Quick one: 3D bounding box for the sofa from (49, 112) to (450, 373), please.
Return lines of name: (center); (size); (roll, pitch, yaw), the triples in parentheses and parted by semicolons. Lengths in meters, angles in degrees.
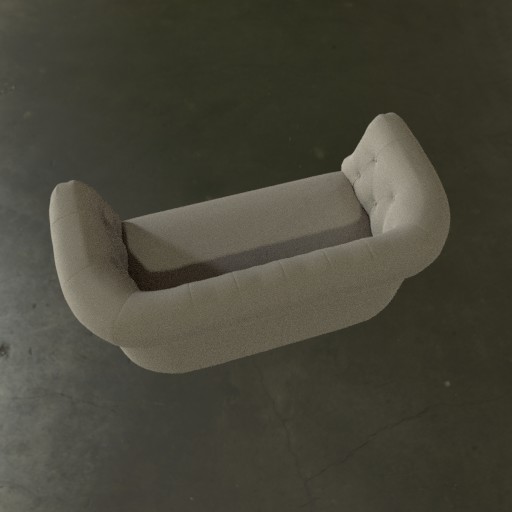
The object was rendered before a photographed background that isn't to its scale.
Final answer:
sofa: (0.000, 0.000, 2.025); (1.558, 0.827, 0.835); (-14, 60, -8)
